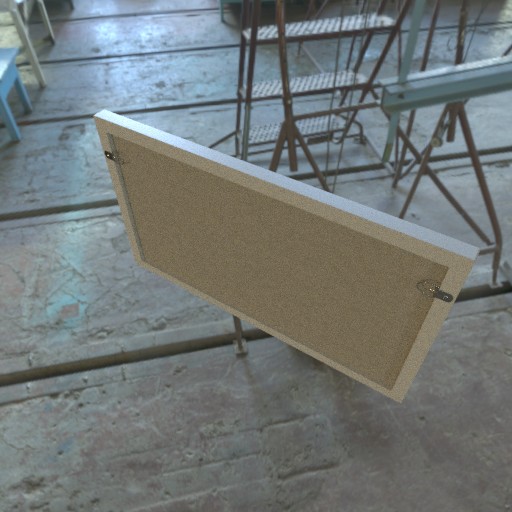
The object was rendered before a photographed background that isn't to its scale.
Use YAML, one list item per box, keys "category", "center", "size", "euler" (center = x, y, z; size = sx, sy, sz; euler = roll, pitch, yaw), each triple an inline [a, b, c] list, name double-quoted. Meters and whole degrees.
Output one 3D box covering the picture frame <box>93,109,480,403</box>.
- category: "picture frame"
  center: [0.000, 0.000, 0.798]
  size: [0.647, 0.379, 0.044]
  euler: [25, 51, 22]
